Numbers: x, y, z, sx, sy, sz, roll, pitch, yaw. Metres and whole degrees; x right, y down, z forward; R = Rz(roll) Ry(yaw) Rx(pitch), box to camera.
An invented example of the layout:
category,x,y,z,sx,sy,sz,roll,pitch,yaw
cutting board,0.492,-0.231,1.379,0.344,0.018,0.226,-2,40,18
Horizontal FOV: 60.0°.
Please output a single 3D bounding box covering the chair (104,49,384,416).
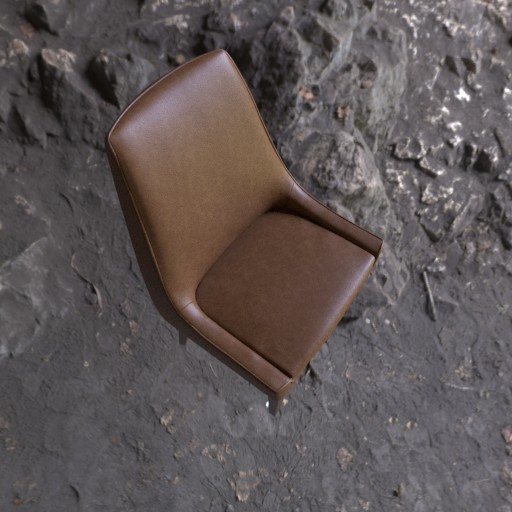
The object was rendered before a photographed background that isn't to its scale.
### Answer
category,x,y,z,sx,sy,sz,roll,pitch,yaw
chair,0.000,0.000,1.189,0.544,0.861,0.529,32,63,18
